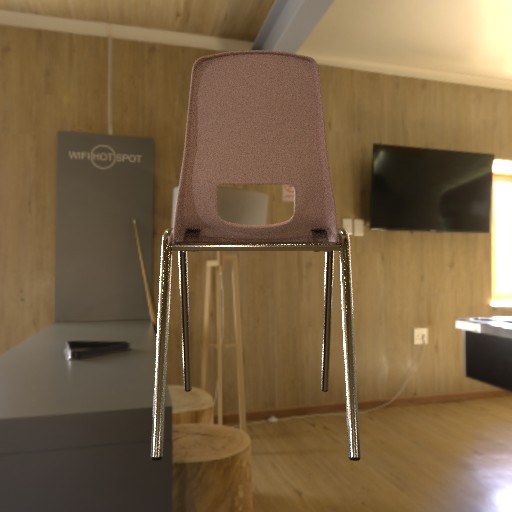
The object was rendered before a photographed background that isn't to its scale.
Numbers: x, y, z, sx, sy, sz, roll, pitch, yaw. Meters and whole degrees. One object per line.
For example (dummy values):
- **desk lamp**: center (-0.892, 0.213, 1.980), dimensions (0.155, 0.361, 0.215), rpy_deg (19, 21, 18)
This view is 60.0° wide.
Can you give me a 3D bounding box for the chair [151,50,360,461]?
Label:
- **chair**: center (0.000, 0.000, 0.967), dimensions (0.381, 0.704, 0.436), rpy_deg (0, -1, 0)
